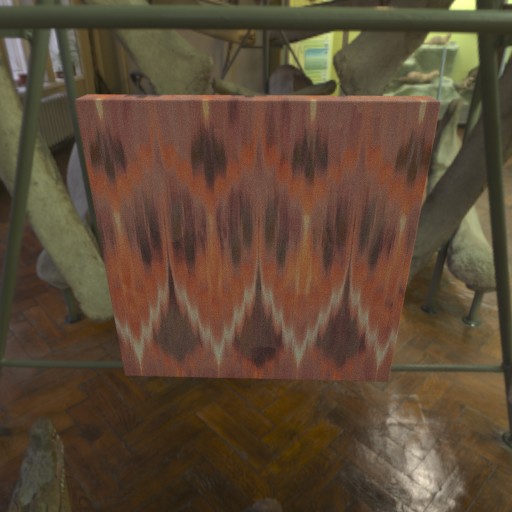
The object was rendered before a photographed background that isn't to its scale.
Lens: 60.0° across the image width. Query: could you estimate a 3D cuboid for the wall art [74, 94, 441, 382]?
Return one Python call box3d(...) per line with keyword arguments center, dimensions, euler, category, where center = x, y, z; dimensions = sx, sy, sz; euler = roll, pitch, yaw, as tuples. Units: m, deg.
box3d(center=(0.000, 0.000, 0.598), dimensions=(0.403, 0.406, 0.038), euler=(1, 28, 2), category="wall art")
